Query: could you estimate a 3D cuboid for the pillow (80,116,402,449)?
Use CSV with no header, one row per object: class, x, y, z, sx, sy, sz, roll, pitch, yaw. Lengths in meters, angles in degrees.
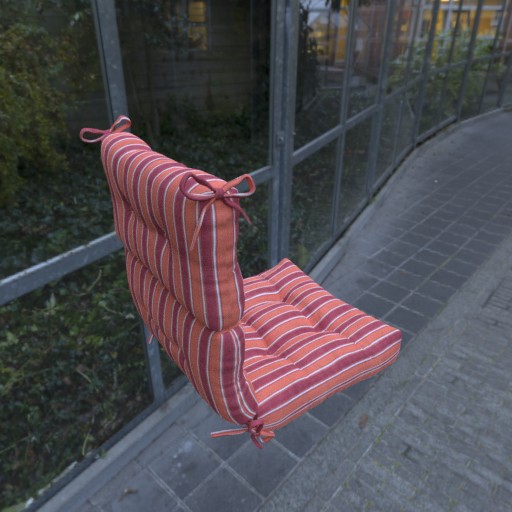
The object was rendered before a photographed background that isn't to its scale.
pillow,0.000,0.000,1.020,0.571,0.605,0.519,-18,33,-30
